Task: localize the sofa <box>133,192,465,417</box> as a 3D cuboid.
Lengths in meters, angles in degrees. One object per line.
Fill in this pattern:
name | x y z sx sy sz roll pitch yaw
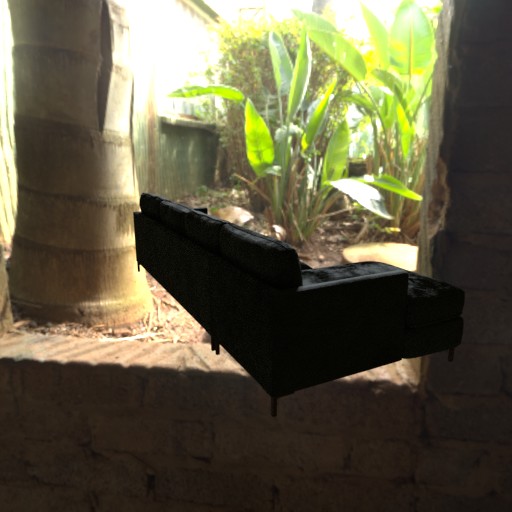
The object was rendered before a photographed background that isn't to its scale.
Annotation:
sofa | 0.000 0.000 4.120 1.500 0.967 3.400 -7 16 -26
